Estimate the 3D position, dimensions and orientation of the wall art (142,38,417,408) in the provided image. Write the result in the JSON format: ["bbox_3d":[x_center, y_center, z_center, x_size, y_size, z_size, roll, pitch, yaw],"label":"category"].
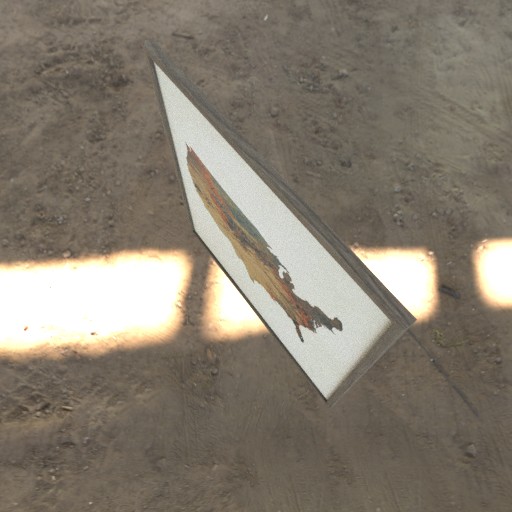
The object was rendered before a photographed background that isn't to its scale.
[{"bbox_3d":[0.000,0.000,0.744,0.016,0.507,0.508,-33,68,-16],"label":"wall art"}]
